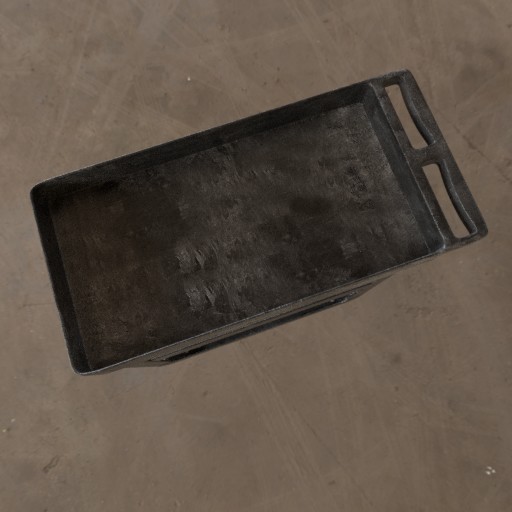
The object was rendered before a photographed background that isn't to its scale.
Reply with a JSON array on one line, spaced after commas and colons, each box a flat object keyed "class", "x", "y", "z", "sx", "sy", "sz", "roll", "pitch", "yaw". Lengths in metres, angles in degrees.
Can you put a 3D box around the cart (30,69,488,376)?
[{"class": "cart", "x": 0.000, "y": 0.000, "z": 1.316, "sx": 0.877, "sy": 0.824, "sz": 0.420, "roll": -19, "pitch": 77, "yaw": -4}]
